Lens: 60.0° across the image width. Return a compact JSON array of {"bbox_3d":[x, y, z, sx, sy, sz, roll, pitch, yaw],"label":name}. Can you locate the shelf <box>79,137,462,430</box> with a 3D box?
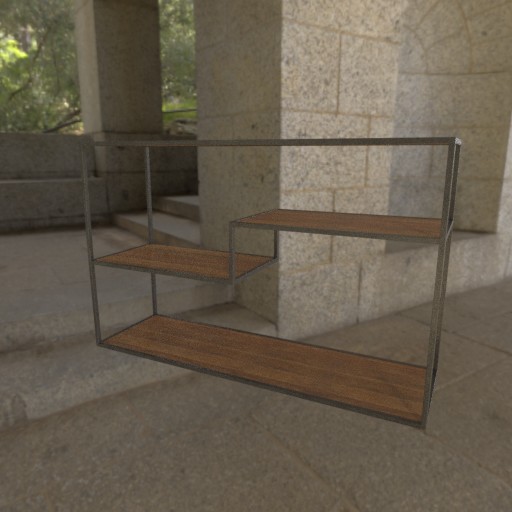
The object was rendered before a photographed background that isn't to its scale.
[{"bbox_3d":[0.000,0.000,1.522,1.201,0.765,0.361,7,15,25],"label":"shelf"}]
